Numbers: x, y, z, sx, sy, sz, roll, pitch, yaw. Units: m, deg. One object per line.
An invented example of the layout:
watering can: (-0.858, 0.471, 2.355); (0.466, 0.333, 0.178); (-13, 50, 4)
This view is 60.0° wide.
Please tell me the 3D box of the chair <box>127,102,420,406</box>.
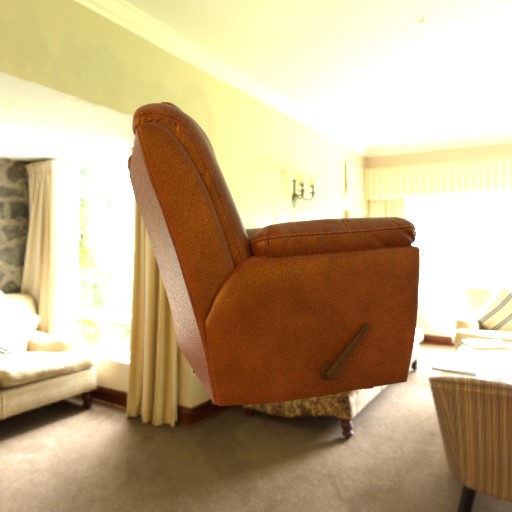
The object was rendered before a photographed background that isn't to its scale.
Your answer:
chair: (0.000, 0.000, 1.905); (1.041, 1.093, 0.990); (0, 1, -17)
